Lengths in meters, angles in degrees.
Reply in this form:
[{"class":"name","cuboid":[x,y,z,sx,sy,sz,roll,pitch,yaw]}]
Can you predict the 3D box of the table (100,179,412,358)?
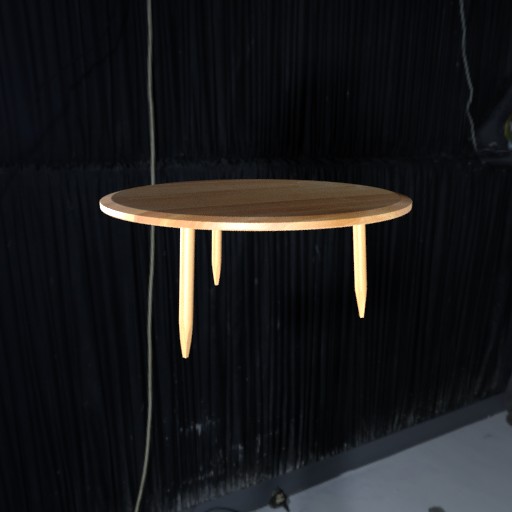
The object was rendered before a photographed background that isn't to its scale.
[{"class":"table","cuboid":[0.000,0.000,1.400,0.900,0.400,0.900,0,15,0]}]
